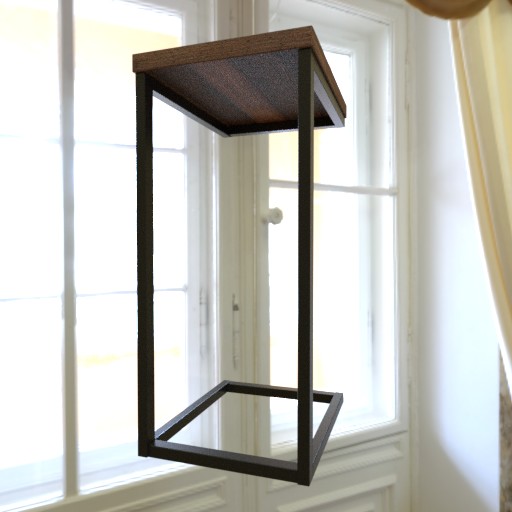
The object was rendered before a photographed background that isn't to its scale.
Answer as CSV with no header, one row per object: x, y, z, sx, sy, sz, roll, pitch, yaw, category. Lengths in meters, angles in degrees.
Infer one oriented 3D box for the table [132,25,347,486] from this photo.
0.000,0.000,0.932,0.323,0.718,0.414,0,2,19,table
